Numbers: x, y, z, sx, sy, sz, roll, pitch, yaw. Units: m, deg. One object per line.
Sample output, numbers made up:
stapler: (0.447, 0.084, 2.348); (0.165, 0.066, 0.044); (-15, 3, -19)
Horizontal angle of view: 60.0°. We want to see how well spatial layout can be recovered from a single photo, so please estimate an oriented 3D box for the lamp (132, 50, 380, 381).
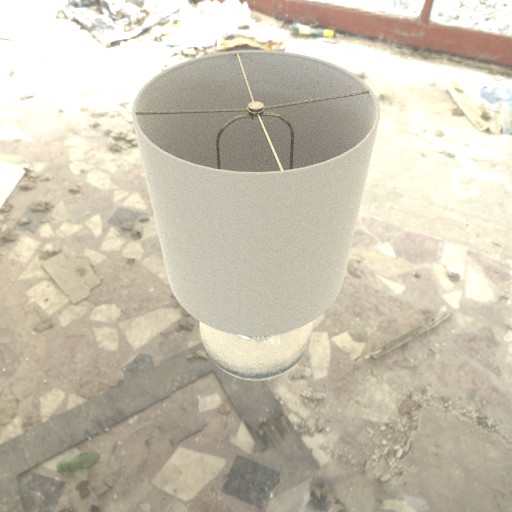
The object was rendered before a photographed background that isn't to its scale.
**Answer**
lamp: (0.000, 0.000, 0.540); (0.216, 0.404, 0.216); (-32, 55, -26)
